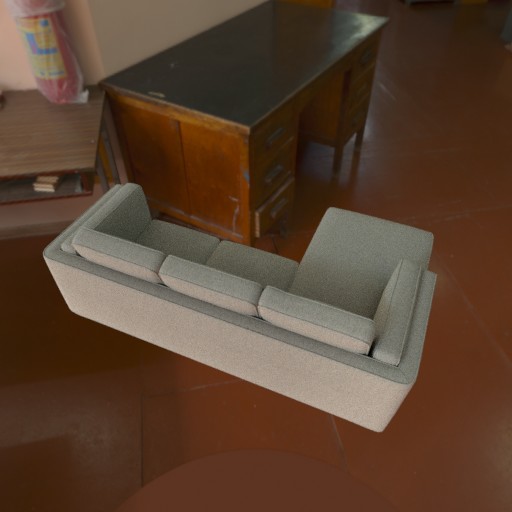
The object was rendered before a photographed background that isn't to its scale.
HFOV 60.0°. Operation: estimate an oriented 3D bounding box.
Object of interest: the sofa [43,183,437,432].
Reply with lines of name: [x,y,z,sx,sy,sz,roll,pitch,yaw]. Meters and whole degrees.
sofa: [0.000,0.000,3.240,2.411,0.929,1.604,17,47,16]
